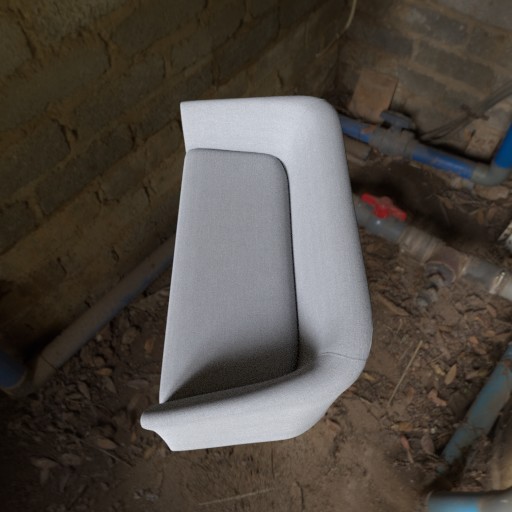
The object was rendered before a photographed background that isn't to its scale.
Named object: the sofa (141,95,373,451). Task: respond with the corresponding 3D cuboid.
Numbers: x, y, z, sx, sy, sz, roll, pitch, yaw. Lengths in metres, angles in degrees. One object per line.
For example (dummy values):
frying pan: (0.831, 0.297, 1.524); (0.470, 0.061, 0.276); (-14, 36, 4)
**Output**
sofa: (0.000, 0.000, 1.859); (0.705, 0.721, 1.452); (0, 57, 0)
